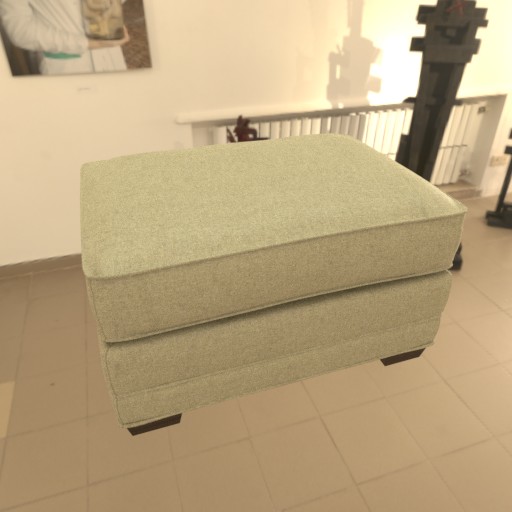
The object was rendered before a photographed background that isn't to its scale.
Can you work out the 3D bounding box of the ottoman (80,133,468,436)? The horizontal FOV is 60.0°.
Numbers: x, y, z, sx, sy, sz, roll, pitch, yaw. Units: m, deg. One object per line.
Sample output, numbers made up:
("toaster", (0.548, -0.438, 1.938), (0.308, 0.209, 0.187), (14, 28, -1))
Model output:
("ottoman", (0.000, 0.000, 1.206), (0.848, 0.508, 0.611), (-10, 34, -16))
